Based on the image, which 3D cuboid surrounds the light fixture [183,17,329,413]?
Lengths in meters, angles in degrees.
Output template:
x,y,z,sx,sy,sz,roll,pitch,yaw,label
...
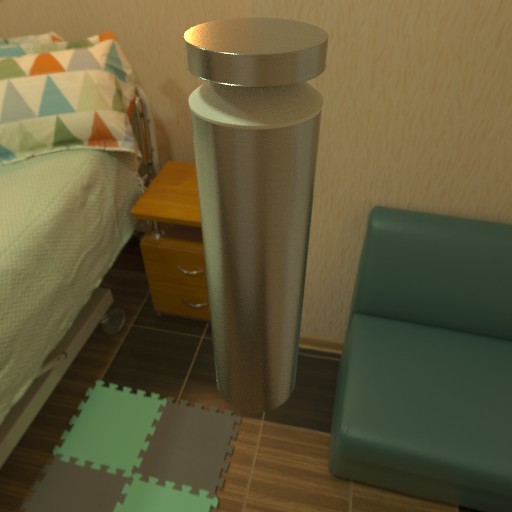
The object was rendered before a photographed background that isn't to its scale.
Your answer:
x,y,z,sx,sy,sz,roll,pitch,yaw,label
0.000,0.000,0.435,0.102,0.400,0.102,-11,41,-13,light fixture
